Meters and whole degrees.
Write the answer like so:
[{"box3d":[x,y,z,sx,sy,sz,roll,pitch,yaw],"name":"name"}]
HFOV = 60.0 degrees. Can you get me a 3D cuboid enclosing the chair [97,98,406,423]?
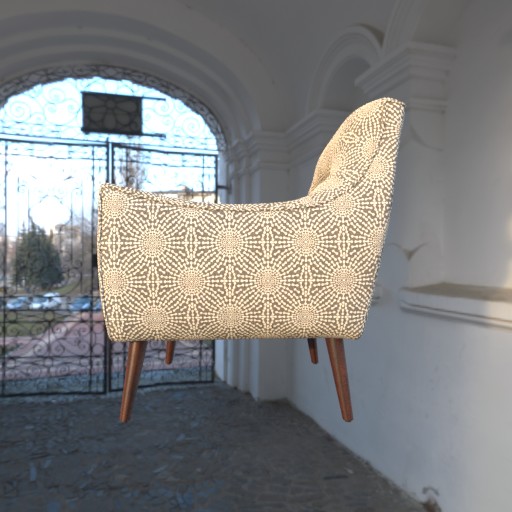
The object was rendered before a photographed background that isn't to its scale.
[{"box3d":[0.000,0.000,1.419,0.787,0.838,0.762,0,0,-1],"name":"chair"}]
